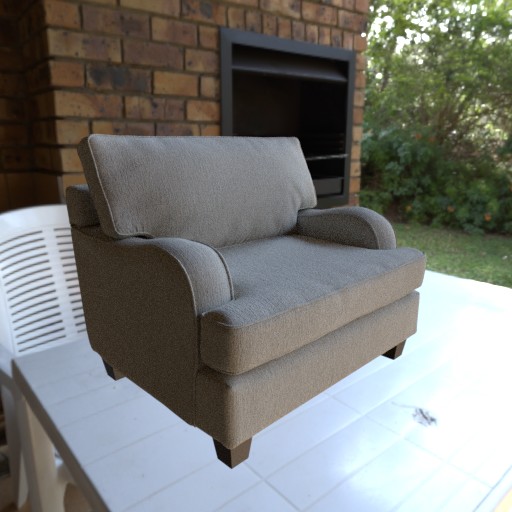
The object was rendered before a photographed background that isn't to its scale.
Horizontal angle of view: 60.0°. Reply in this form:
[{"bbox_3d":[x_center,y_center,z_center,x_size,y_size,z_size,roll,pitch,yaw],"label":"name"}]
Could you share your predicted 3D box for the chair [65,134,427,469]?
[{"bbox_3d":[0.000,0.000,1.926,1.220,1.016,1.041,-14,20,-43],"label":"chair"}]
